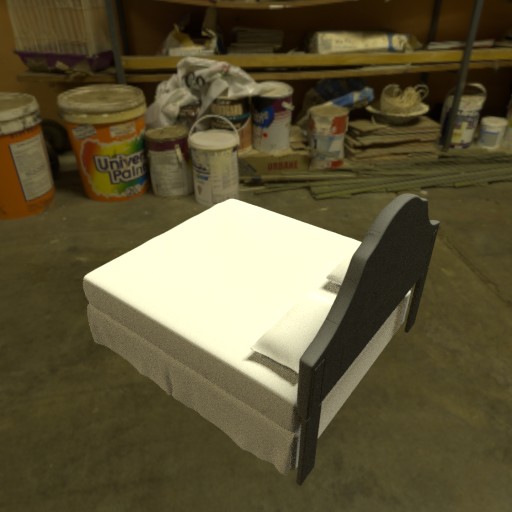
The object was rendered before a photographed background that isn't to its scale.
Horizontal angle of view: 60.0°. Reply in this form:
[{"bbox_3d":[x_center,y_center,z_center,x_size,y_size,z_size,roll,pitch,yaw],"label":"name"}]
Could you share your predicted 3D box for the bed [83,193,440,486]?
[{"bbox_3d":[0.000,0.000,3.593,2.214,1.615,2.008,23,39,31],"label":"bed"}]
